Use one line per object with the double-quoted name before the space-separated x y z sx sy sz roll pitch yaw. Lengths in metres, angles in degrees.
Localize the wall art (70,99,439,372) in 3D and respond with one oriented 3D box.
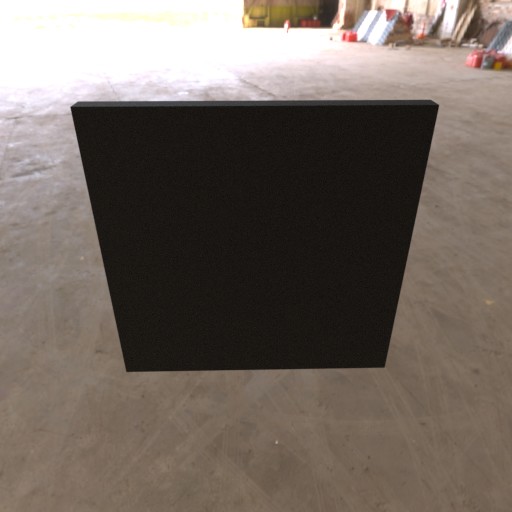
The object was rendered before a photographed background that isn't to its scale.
"wall art" 0.000 0.000 0.686 0.462 0.458 0.030 -1 31 -1
